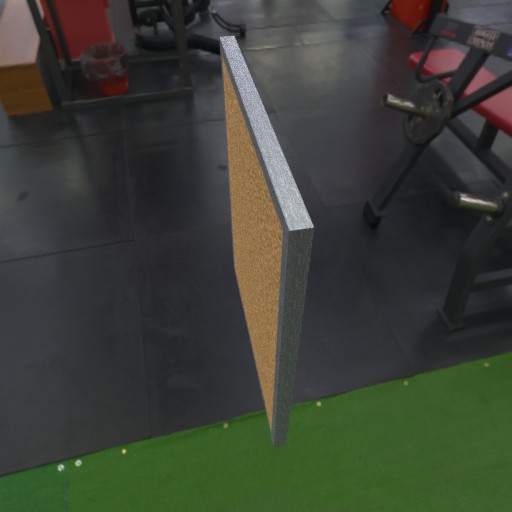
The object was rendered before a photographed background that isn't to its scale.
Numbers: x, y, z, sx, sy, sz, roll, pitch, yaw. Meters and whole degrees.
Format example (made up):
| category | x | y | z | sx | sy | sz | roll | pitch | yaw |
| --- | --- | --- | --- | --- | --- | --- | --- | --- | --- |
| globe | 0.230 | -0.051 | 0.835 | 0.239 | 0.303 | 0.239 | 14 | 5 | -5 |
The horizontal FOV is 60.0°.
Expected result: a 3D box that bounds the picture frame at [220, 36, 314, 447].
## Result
| category | x | y | z | sx | sy | sz | roll | pitch | yaw |
| --- | --- | --- | --- | --- | --- | --- | --- | --- | --- |
| picture frame | 0.000 | 0.000 | 0.767 | 0.029 | 0.559 | 0.454 | -8 | 48 | -8 |
